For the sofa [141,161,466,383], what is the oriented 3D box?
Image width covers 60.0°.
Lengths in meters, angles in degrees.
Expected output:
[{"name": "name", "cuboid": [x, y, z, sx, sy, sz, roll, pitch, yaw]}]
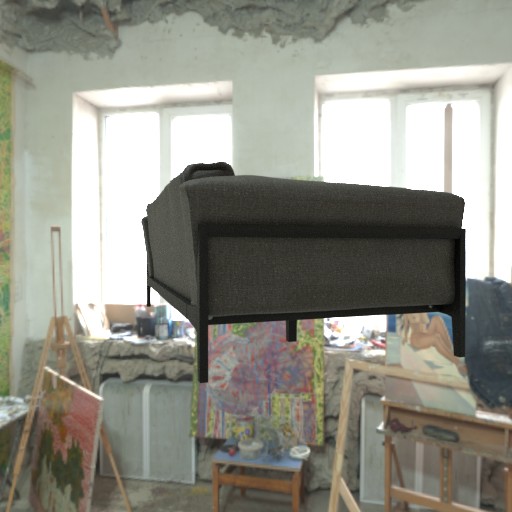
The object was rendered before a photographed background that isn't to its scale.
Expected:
[{"name": "sofa", "cuboid": [0.000, 0.000, 2.125, 0.960, 0.656, 1.690, 0, 1, -19]}]
